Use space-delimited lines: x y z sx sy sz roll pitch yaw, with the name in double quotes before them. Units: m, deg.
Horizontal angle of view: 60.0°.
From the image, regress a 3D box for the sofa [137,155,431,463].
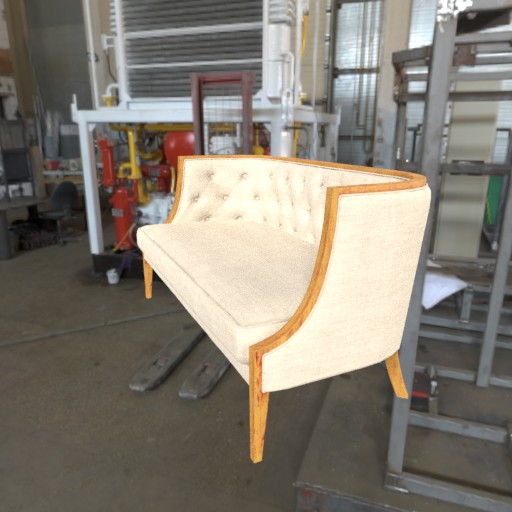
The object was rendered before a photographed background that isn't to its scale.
"sofa" 0.000 0.000 1.931 0.770 0.775 1.474 -8 18 -24
